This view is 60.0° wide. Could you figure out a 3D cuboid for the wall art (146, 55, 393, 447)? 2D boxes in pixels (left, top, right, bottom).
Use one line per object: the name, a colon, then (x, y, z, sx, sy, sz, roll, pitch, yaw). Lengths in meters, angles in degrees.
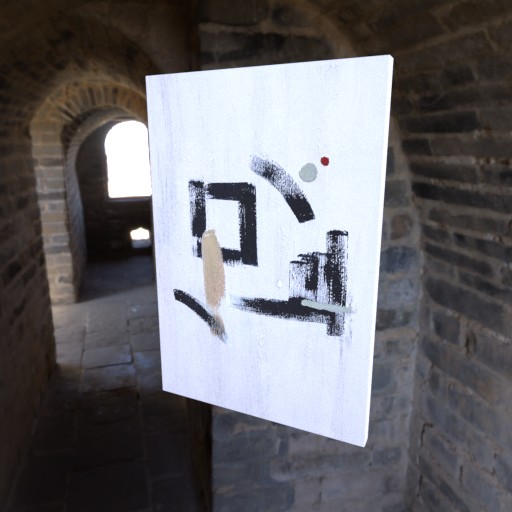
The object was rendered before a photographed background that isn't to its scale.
wall art: (0.000, 0.000, 1.156, 0.624, 0.914, 0.043, 7, 15, 25)
